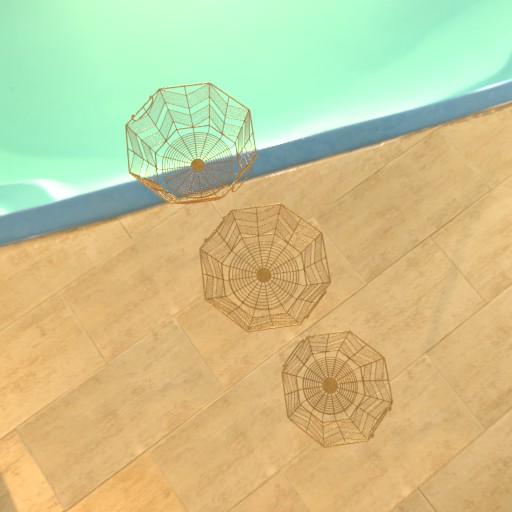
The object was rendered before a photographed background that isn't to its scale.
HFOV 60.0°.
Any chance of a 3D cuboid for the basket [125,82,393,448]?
[{"bbox_3d":[0.000,0.000,1.394,0.432,0.178,1.245,-30,78,-7],"label":"basket"}]
